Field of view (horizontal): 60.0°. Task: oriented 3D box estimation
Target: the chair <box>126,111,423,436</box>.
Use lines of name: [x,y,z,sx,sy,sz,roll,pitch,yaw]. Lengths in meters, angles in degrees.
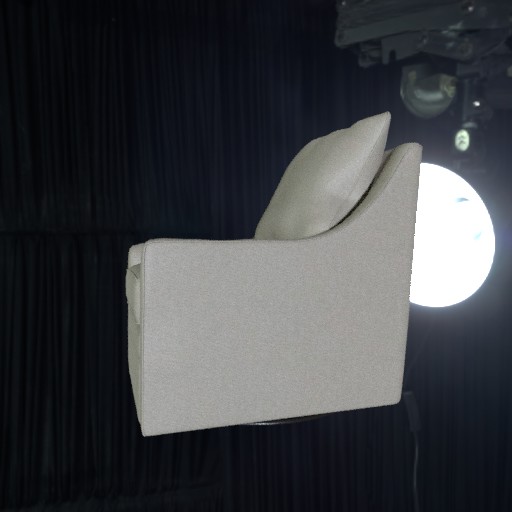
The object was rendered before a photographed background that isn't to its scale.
chair: [0.000,0.000,1.585,0.876,0.942,0.760,0,1,-19]
